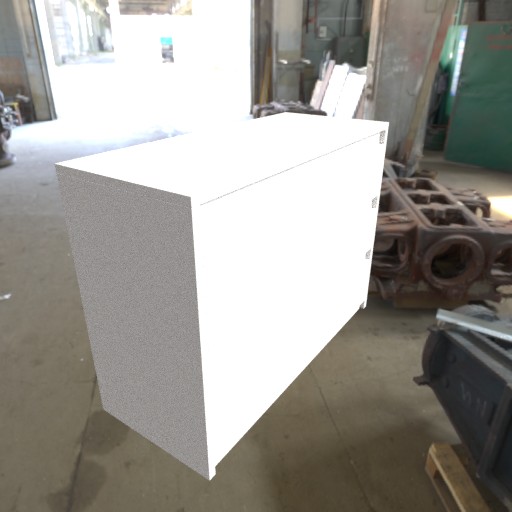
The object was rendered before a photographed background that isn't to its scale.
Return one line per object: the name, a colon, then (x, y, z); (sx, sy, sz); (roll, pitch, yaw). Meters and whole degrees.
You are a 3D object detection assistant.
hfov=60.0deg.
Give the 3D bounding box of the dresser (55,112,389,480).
dresser: (0.000, 0.000, 1.573); (0.460, 0.820, 1.100); (17, 31, 31)
